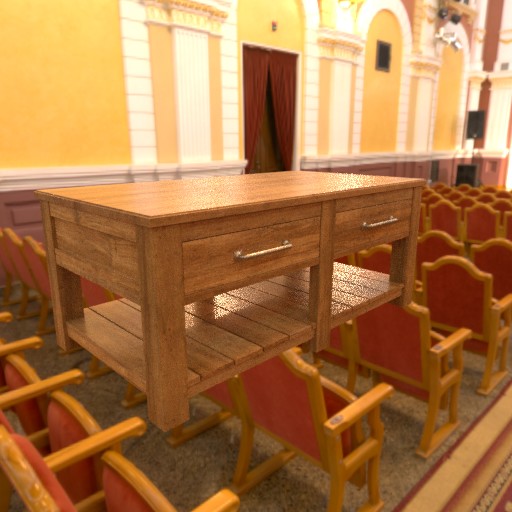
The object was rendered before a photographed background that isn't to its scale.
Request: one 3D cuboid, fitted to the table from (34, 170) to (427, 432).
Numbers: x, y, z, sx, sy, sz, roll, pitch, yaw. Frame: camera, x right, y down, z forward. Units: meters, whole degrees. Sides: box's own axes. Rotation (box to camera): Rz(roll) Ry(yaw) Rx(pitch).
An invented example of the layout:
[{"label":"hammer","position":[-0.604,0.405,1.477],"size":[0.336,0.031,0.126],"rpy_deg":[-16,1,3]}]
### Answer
[{"label":"table","position":[0.000,0.000,1.492],"size":[1.150,0.480,0.635],"rpy_deg":[-14,20,-43]}]
